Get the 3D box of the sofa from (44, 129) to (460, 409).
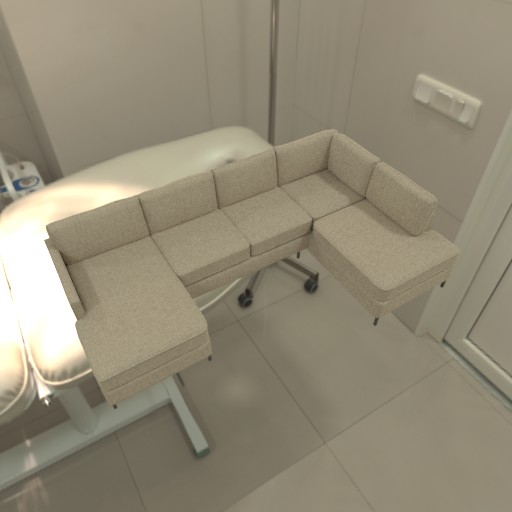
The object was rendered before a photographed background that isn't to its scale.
[{"bbox_3d":[0.000,0.000,4.243,3.423,0.996,2.021,-24,50,-22],"label":"sofa"}]
